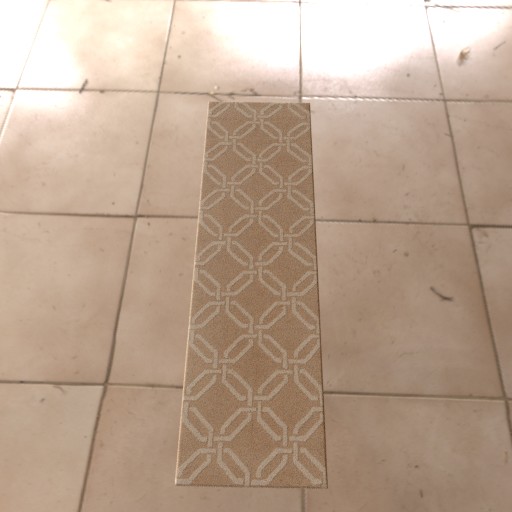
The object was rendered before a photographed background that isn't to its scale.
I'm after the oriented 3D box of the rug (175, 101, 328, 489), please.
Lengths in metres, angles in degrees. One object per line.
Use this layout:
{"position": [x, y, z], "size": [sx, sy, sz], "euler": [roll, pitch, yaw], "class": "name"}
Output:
{"position": [0.000, 0.000, 2.455], "size": [0.678, 0.014, 2.276], "euler": [1, 64, 0], "class": "rug"}
